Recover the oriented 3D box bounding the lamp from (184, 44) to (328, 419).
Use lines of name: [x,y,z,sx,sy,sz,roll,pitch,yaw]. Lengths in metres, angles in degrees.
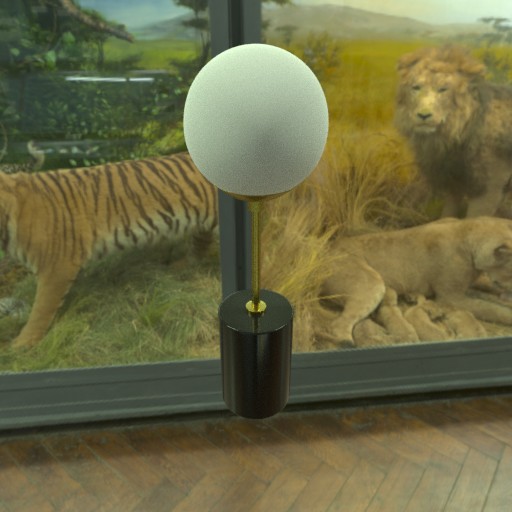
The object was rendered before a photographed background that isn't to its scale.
lamp: [0.000,0.000,0.555,0.153,0.480,0.153,0,30,0]
